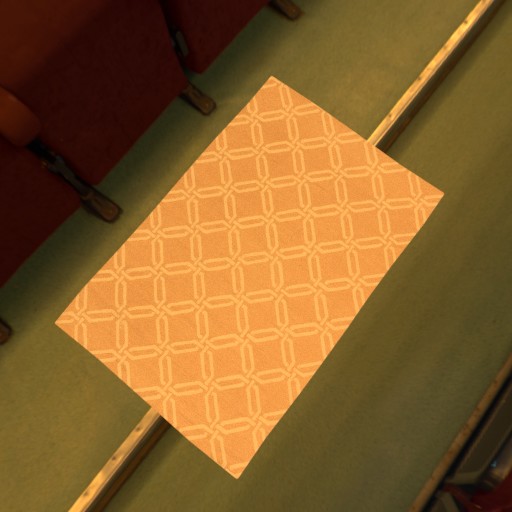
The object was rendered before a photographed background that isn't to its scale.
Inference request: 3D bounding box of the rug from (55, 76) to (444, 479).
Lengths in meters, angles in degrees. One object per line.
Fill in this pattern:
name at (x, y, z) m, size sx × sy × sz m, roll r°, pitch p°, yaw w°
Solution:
rug at (0.000, 0.000, 2.228) m, size 1.146 × 0.010 × 1.745 m, roll 37°, pitch 79°, yaw 8°
